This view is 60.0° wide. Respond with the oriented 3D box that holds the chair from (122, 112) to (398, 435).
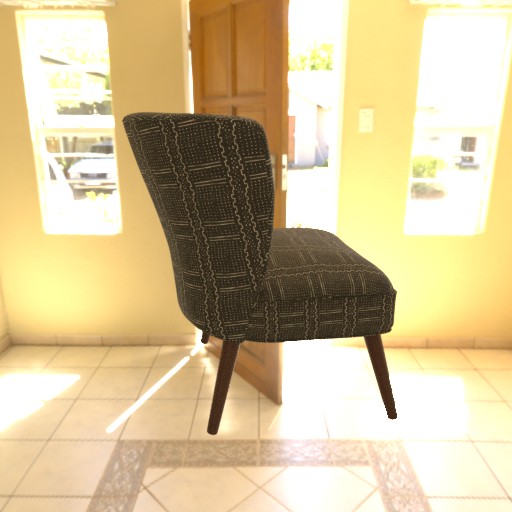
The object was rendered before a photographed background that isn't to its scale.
[{"bbox_3d":[0.000,0.000,1.418,0.758,0.866,0.710,-2,17,-8],"label":"chair"}]
